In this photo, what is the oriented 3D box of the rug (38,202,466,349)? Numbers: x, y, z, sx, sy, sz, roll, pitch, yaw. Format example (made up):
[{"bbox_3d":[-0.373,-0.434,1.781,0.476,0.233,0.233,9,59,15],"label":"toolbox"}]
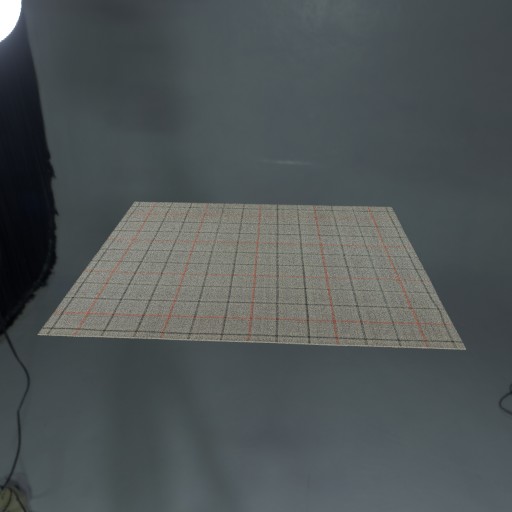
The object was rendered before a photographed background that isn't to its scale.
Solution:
[{"bbox_3d":[0.000,0.000,4.201,3.048,0.012,2.444,1,30,3],"label":"rug"}]
